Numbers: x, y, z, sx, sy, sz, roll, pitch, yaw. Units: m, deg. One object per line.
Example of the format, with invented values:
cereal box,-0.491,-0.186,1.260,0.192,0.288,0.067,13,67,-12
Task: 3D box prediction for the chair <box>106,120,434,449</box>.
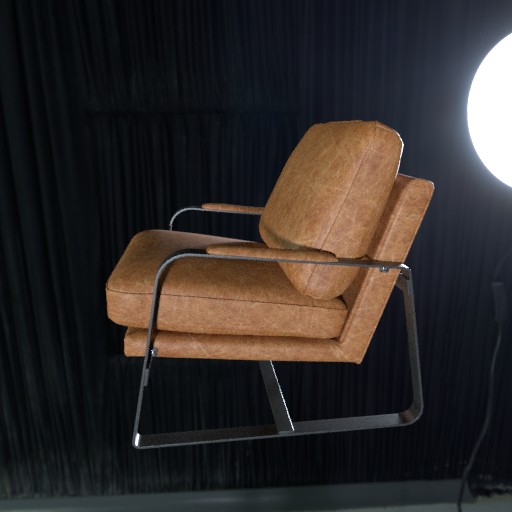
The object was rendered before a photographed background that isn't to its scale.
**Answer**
chair,0.000,0.000,1.329,0.801,0.777,0.651,-2,16,-7
